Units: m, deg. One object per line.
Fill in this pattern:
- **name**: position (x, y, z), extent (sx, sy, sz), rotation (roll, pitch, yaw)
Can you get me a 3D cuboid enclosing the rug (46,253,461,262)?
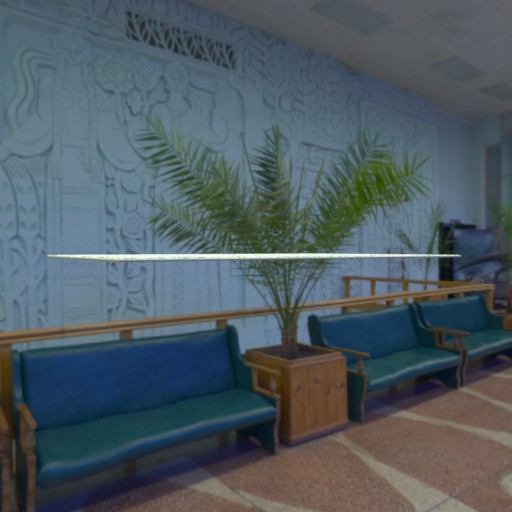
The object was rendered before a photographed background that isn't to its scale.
- **rug**: position (0.000, 0.000, 3.508), extent (2.746, 0.018, 1.819), rotation (0, 1, -35)
